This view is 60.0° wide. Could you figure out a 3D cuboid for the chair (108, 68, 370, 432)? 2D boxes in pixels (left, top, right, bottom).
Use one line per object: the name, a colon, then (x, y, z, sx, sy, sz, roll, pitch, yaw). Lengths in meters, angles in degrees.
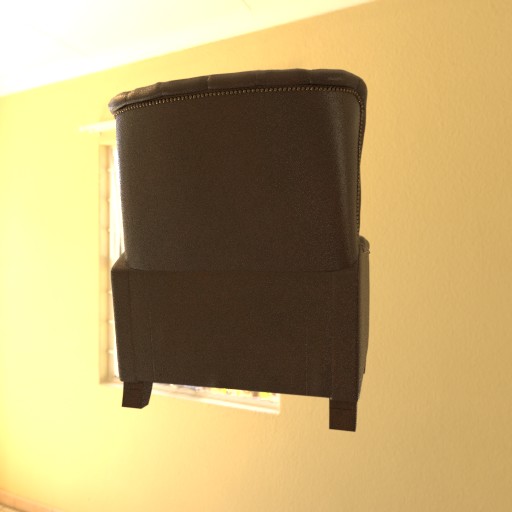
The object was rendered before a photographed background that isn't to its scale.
chair: (0.000, 0.000, 1.412, 0.709, 0.864, 0.823, 0, 0, 16)
